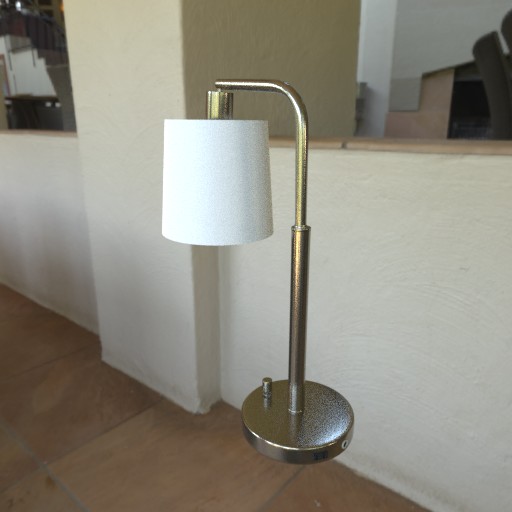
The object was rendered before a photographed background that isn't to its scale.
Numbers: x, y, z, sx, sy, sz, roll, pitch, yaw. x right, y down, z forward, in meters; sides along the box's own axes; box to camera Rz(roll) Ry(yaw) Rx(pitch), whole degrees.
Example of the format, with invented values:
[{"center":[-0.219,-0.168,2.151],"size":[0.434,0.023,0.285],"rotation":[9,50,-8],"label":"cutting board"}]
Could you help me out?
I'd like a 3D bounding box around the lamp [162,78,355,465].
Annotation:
[{"center":[0.000,0.000,0.643],"size":[0.333,0.489,0.171],"rotation":[15,22,41],"label":"lamp"}]
